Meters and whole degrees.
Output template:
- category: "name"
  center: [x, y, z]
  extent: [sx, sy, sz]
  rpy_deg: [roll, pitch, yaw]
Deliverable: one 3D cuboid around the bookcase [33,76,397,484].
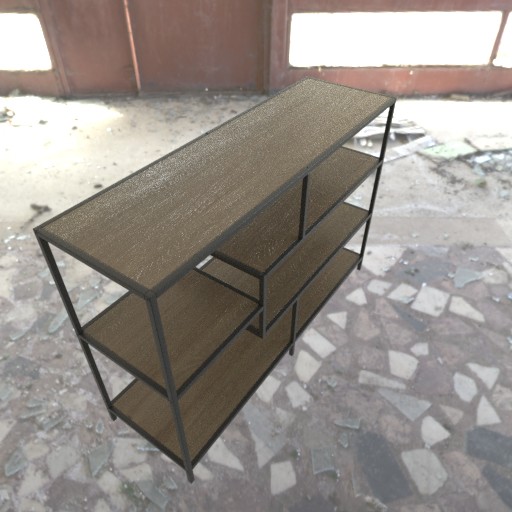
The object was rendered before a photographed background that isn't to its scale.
- category: "bookcase"
  center: [0.000, 0.000, 1.465]
  extent: [0.350, 0.780, 1.140]
  rpy_deg: [25, 47, 26]
